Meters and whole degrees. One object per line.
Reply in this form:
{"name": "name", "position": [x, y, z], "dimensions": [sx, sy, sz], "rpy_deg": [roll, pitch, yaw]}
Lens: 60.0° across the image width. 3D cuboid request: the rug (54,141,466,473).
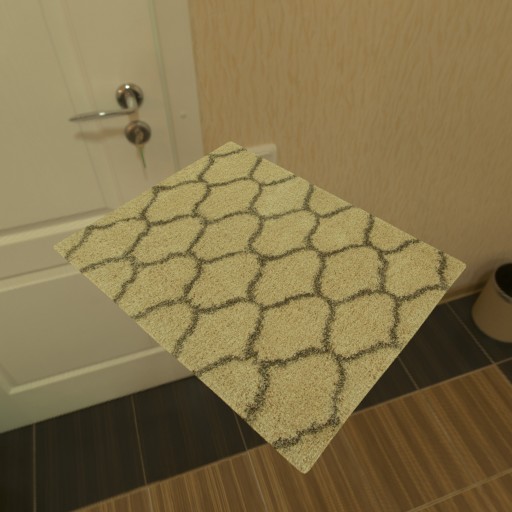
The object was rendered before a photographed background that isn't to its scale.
{"name": "rug", "position": [0.000, 0.000, 4.091], "dimensions": [3.000, 0.026, 2.399], "rpy_deg": [34, 56, 27]}
